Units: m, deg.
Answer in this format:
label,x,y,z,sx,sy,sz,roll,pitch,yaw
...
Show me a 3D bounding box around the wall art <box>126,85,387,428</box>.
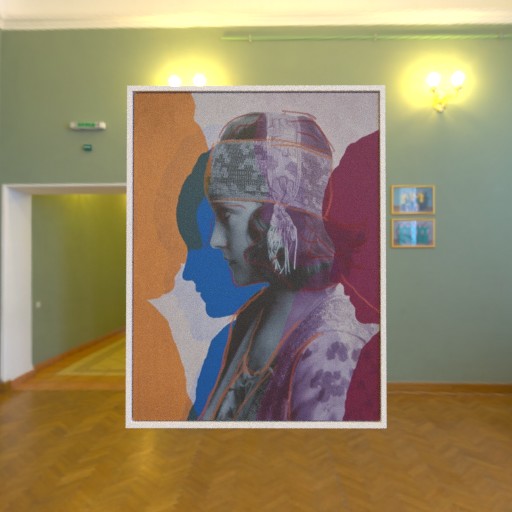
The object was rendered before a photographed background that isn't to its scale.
label,x,y,z,sx,sy,sz,roll,pitch,yaw
wall art,0.000,0.000,1.376,0.795,1.050,0.039,0,-1,0
